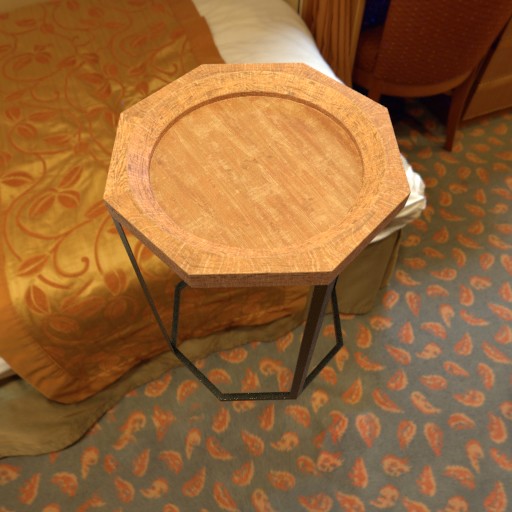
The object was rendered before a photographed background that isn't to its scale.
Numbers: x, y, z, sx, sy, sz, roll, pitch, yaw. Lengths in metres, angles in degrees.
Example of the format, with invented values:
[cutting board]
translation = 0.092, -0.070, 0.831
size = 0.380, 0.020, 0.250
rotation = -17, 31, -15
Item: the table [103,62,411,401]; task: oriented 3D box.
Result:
[table]
translation = 0.000, 0.000, 0.857
size = 0.437, 0.553, 0.437
rotation = 18, 59, 11
